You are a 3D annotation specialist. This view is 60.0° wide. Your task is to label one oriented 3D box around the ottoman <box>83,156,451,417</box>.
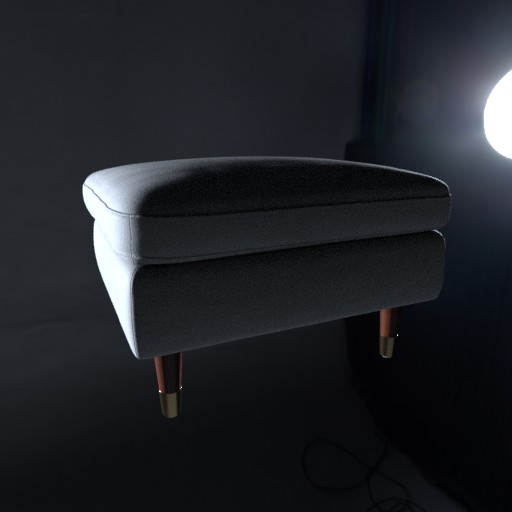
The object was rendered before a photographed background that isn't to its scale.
[{"bbox_3d":[0.000,0.000,1.109,0.747,0.478,0.593,-7,17,-25],"label":"ottoman"}]
